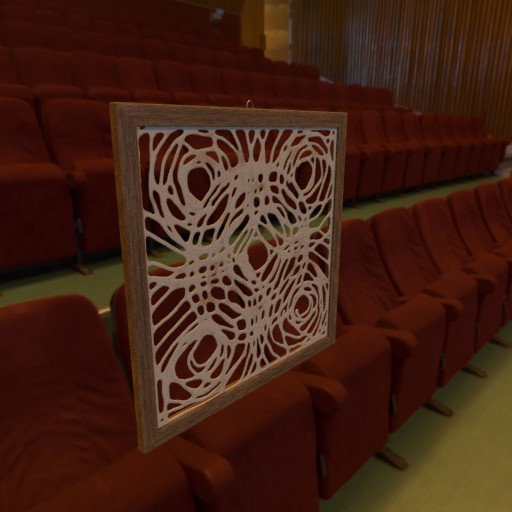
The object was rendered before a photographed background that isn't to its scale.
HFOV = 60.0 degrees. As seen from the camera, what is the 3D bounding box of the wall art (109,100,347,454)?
[{"bbox_3d":[0.000,0.000,0.867,0.021,0.576,0.561,15,22,42],"label":"wall art"}]
